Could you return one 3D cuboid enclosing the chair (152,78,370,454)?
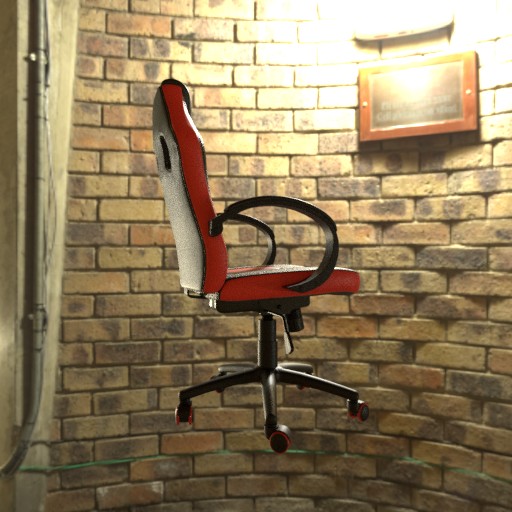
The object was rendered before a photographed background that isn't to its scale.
[{"bbox_3d":[0.000,0.000,1.418,0.642,1.016,0.600,0,0,-18],"label":"chair"}]
